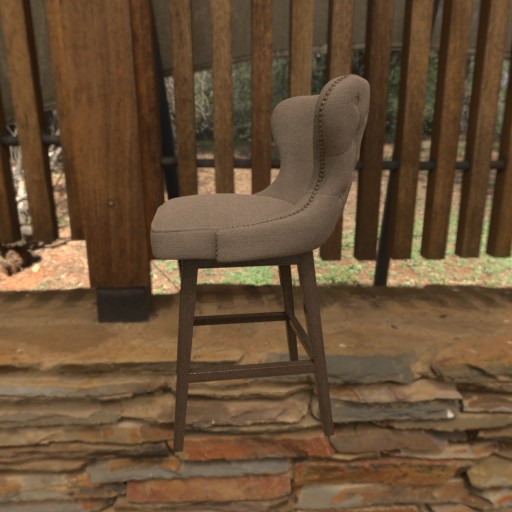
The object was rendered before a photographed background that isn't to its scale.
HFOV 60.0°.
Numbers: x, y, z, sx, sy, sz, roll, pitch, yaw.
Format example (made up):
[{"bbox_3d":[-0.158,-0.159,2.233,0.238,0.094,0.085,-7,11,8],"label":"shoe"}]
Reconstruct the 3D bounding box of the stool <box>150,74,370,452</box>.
[{"bbox_3d":[0.000,0.000,1.345,0.597,0.972,0.615,-2,14,-9],"label":"stool"}]
